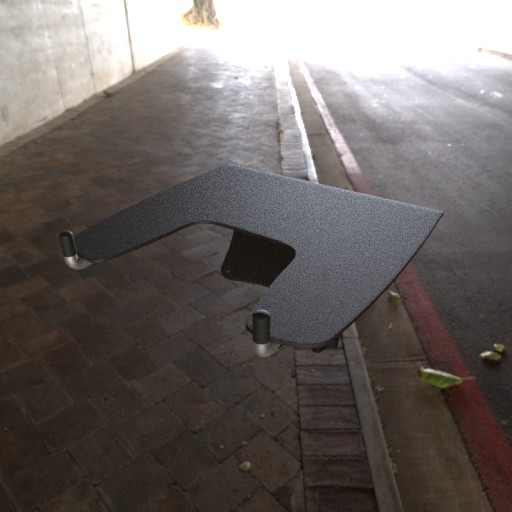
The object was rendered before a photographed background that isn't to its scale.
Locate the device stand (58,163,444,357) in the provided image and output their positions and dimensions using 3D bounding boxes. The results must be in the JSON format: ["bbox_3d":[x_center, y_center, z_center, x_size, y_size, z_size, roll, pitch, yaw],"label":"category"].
[{"bbox_3d":[0.000,0.000,0.358,0.230,0.092,0.230,19,35,29],"label":"device stand"}]
